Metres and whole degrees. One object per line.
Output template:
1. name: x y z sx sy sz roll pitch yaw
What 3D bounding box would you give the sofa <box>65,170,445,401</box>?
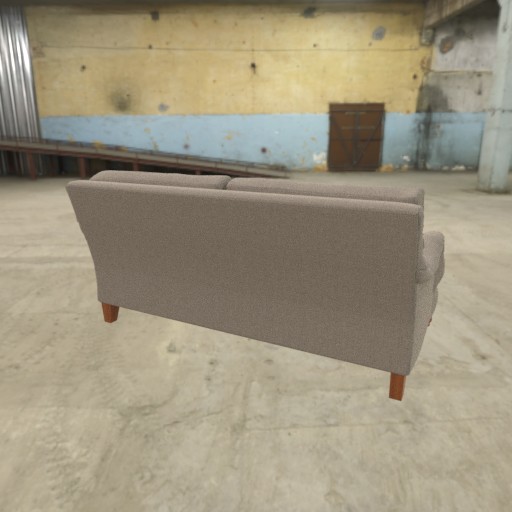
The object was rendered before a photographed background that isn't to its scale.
1. sofa: 0.000 0.000 2.820 2.160 1.054 1.087 8 18 27
